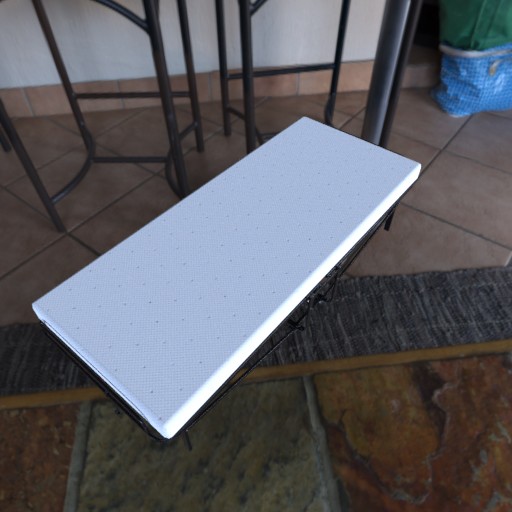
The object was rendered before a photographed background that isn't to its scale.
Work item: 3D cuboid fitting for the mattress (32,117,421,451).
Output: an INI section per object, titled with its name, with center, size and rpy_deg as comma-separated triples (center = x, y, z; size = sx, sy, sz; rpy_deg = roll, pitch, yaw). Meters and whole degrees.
[mattress]
center = 0.000, 0.000, 2.502
size = 0.922, 0.519, 2.153
rpy_deg = 31, 55, 26
